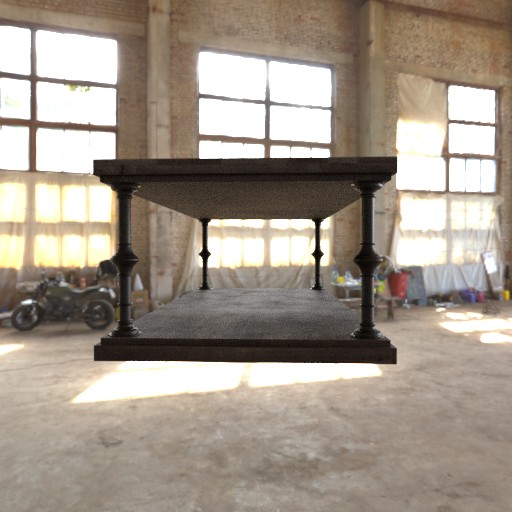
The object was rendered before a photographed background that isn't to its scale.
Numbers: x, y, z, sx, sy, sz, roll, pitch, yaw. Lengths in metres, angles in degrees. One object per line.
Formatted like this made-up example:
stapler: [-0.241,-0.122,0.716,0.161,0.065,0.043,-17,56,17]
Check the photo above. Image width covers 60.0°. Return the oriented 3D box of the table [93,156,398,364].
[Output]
table: [0.000,0.000,1.349,0.554,0.373,1.088,0,1,2]
